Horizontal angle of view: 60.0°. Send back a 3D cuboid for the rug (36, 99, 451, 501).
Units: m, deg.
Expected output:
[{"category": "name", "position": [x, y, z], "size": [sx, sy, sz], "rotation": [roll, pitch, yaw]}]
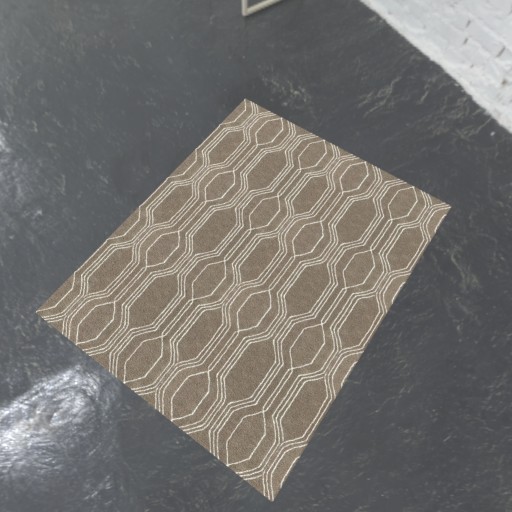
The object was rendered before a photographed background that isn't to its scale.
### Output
[{"category": "rug", "position": [0.000, 0.000, 4.034], "size": [2.457, 0.012, 3.062], "rotation": [32, 68, 15]}]
